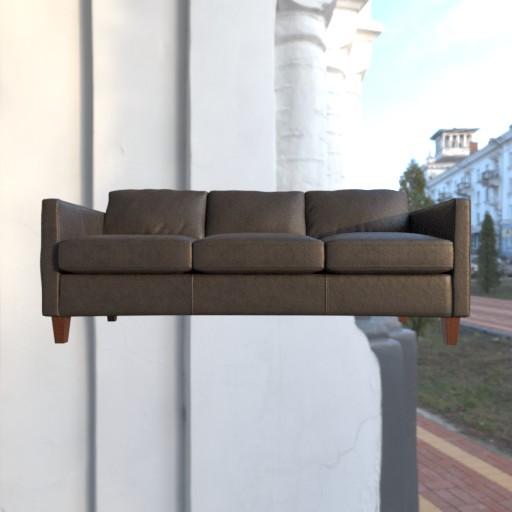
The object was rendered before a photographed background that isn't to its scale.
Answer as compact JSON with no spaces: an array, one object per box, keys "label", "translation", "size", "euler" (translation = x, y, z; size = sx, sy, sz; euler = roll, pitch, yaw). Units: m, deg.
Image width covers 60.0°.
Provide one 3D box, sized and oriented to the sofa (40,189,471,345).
[{"label":"sofa","translation":[0.000,0.000,2.941],"size":[2.464,1.006,1.045],"euler":[0,0,1]}]
